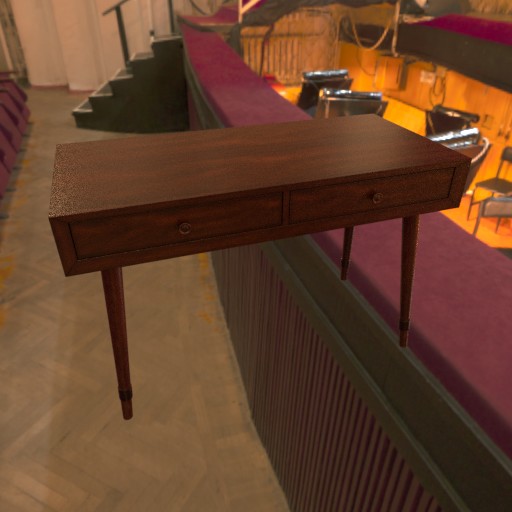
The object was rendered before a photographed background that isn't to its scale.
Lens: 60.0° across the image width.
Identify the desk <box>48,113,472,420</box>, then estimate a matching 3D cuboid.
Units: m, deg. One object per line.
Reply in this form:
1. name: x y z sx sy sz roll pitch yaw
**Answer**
1. desk: 0.000 0.000 2.118 1.577 1.031 0.734 -10 34 -16
